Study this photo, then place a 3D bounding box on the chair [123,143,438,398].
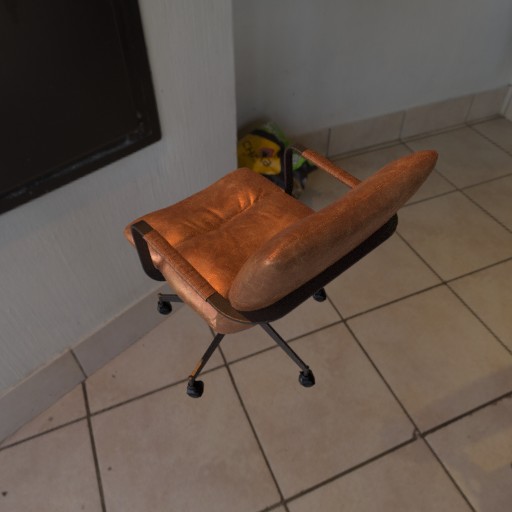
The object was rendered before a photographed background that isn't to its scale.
[{"bbox_3d":[0.000,0.000,1.457,0.727,0.922,0.754,-32,54,-28],"label":"chair"}]
